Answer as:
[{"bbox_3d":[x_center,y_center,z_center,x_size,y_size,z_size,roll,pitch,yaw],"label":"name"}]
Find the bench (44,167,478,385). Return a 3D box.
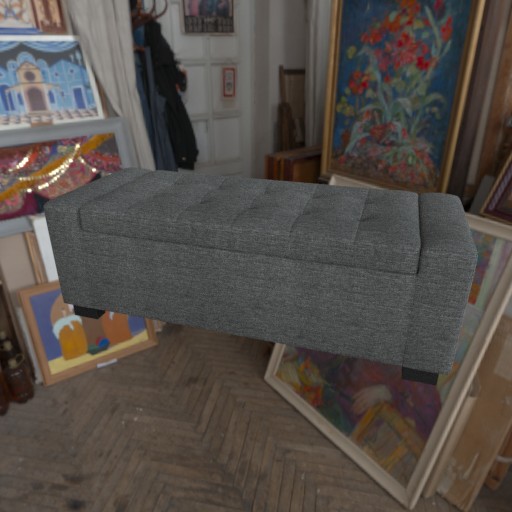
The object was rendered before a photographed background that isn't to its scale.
[{"bbox_3d":[0.000,0.000,1.552,1.296,0.445,0.508,8,26,16],"label":"bench"}]
